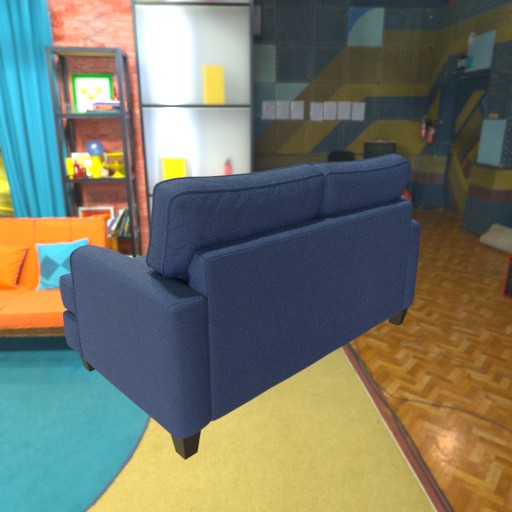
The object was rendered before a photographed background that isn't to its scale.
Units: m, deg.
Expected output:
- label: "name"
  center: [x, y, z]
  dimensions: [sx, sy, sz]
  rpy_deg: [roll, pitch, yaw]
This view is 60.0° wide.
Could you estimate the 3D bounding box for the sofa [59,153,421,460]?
- label: "sofa"
  center: [0.000, 0.000, 2.215]
  dimensions: [1.651, 0.965, 0.965]
  rpy_deg: [-16, 24, -42]
